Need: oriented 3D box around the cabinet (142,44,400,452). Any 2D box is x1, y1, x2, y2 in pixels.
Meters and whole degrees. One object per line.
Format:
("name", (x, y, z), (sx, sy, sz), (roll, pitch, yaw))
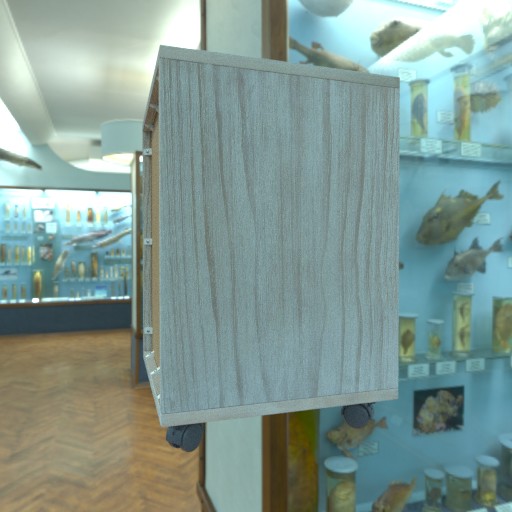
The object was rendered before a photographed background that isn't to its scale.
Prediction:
("cabinet", (0.000, 0.000, 0.857), (0.401, 0.579, 0.409), (0, 1, -18))
